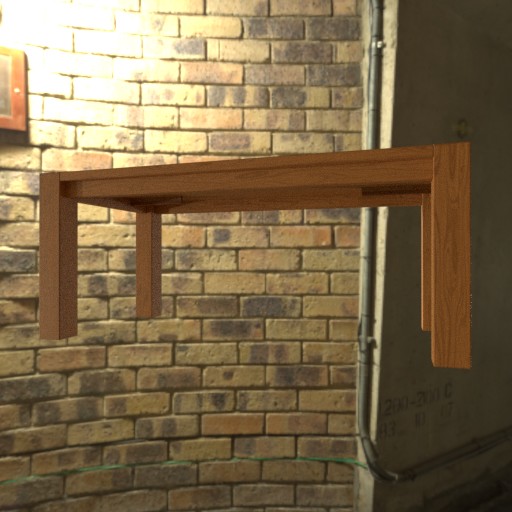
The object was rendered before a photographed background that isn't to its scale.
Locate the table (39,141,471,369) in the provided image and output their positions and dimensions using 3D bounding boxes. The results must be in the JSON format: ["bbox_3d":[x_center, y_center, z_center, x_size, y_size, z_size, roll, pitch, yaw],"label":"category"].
[{"bbox_3d":[0.000,0.000,2.182,1.800,0.760,0.900,0,0,18],"label":"table"}]
